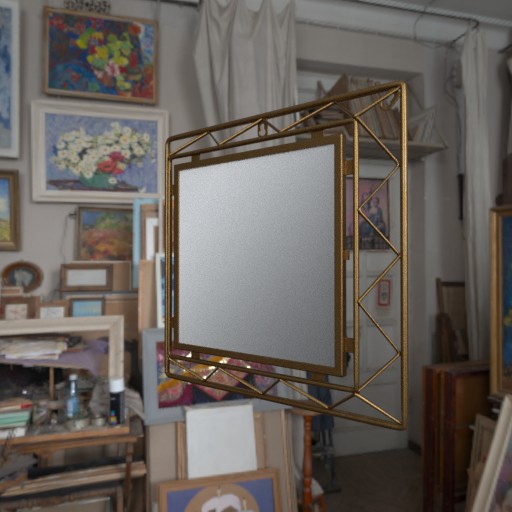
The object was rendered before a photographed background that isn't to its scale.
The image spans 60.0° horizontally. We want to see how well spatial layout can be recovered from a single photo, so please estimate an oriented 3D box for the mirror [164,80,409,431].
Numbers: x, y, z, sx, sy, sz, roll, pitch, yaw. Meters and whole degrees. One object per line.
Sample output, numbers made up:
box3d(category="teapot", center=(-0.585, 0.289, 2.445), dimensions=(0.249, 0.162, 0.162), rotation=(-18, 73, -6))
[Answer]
box3d(category="mirror", center=(0.000, 0.000, 0.627), dimensions=(0.416, 0.414, 0.046), rotation=(0, -1, 37))
